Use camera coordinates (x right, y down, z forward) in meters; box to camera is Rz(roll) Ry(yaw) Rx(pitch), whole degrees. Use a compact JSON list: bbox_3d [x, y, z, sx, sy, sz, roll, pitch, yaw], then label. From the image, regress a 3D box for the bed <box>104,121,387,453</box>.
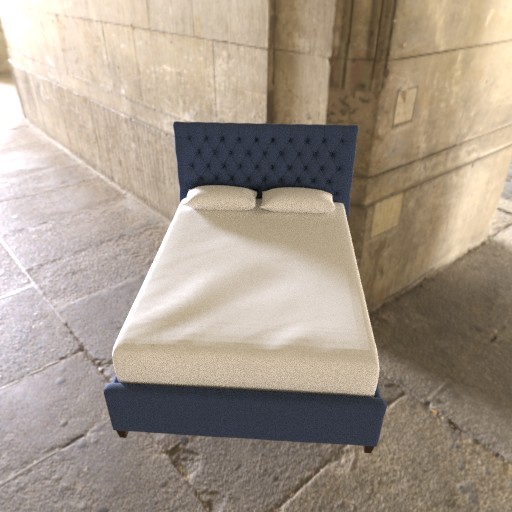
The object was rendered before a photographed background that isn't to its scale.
[{"bbox_3d":[0.000,0.000,3.459,1.706,1.427,2.387,2,32,3],"label":"bed"}]
